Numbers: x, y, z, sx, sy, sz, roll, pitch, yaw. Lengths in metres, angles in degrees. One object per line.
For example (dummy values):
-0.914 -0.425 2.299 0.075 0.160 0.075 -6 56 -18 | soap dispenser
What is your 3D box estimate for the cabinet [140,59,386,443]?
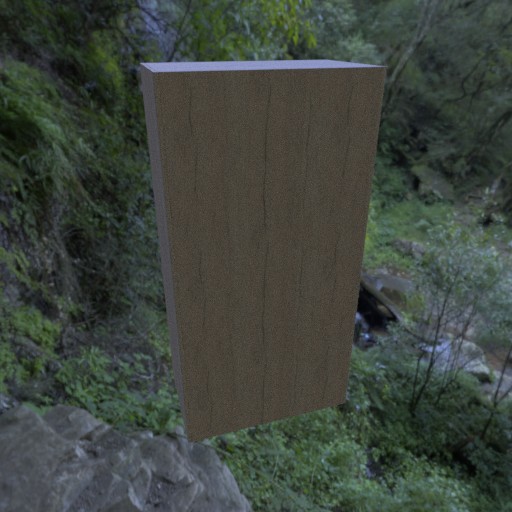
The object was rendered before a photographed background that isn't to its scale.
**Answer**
0.000 0.000 2.431 0.980 1.930 0.580 -8 28 -16 | cabinet
